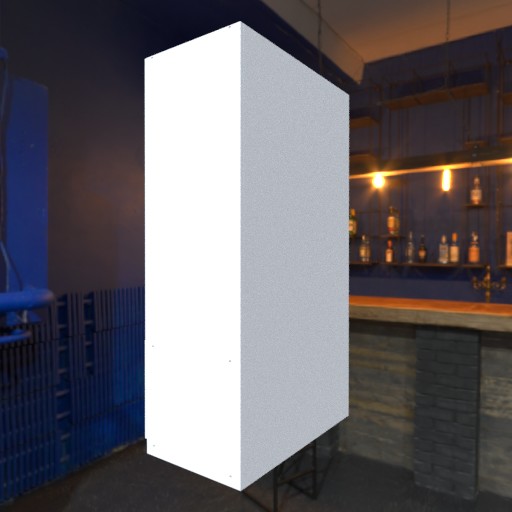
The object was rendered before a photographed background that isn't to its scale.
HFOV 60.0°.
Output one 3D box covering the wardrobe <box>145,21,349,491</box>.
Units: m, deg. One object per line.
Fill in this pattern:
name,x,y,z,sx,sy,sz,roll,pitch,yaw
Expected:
wardrobe,0.000,0.000,2.275,0.577,1.808,0.991,0,1,36
